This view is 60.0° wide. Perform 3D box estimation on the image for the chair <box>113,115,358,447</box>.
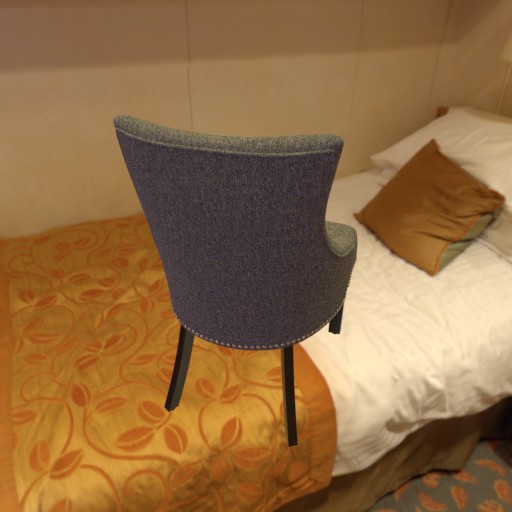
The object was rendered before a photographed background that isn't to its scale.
[{"bbox_3d":[0.000,0.000,1.336,0.566,0.909,0.629,10,33,16],"label":"chair"}]
